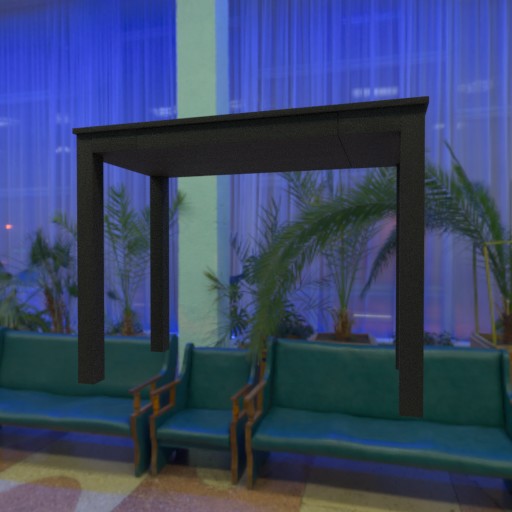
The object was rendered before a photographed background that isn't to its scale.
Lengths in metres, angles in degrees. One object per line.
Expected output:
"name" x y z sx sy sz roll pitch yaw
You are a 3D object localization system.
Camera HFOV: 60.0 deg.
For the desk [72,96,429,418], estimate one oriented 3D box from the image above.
"desk" 0.000 0.000 1.421 0.991 0.762 0.499 0 1 16
